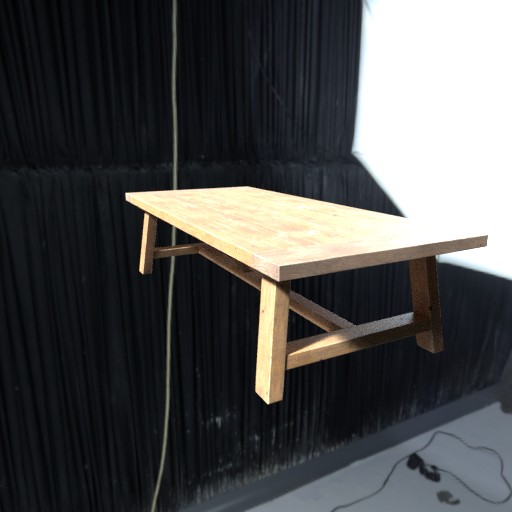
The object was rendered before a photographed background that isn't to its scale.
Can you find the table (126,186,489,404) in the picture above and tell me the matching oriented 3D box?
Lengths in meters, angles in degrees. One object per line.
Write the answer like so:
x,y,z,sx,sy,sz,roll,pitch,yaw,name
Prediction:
0.000,0.000,2.133,0.820,0.465,1.800,-8,16,-27,table
